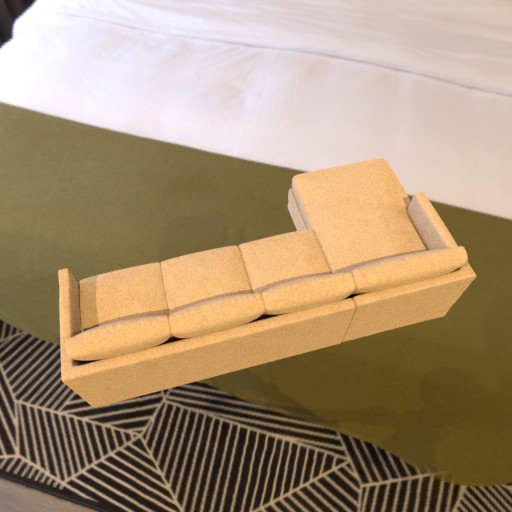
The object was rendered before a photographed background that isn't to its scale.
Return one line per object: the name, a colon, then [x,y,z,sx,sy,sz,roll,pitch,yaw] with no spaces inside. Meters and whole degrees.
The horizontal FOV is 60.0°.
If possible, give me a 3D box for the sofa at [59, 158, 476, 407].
sofa: [0.000,0.000,3.896,3.198,0.920,1.638,-13,58,-8]
